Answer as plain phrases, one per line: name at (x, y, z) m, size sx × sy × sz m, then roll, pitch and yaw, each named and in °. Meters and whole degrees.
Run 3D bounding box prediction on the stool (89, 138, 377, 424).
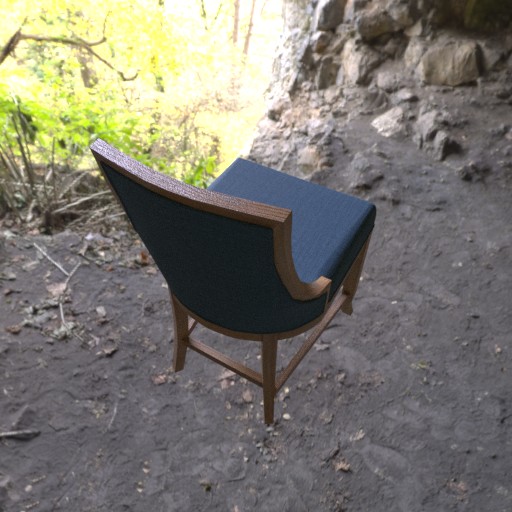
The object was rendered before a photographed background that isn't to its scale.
stool at (0.000, 0.000, 1.307) m, size 0.524 × 0.938 × 0.626 m, roll 23°, pitch 51°, yaw 20°
